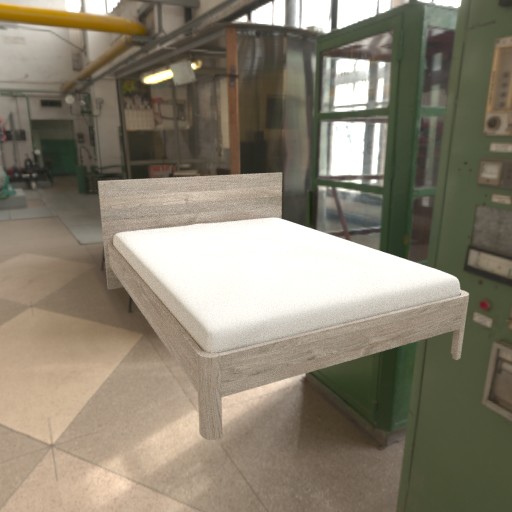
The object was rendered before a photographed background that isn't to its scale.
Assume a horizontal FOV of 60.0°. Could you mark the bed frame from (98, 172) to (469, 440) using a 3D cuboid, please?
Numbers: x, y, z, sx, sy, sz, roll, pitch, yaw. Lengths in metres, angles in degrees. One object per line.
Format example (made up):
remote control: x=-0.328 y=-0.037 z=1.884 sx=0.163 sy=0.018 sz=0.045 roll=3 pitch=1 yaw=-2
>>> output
bed frame: x=0.000 y=0.000 z=2.716 sx=1.490 sy=0.800 sz=1.950 roll=-8 pitch=17 yaw=-26
